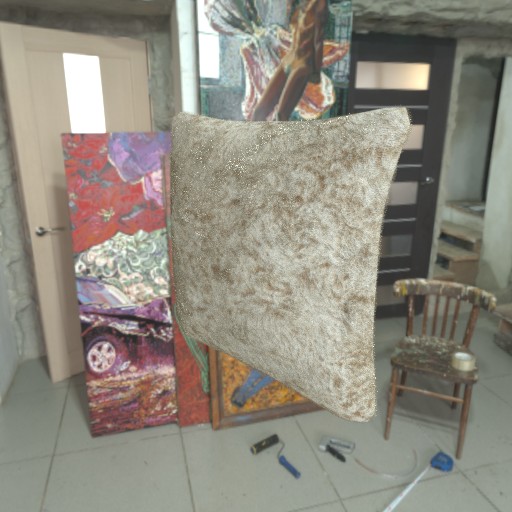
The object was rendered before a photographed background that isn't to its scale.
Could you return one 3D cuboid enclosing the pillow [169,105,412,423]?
[{"bbox_3d":[0.000,0.000,0.822,0.216,0.525,0.538,-16,23,-43],"label":"pillow"}]
